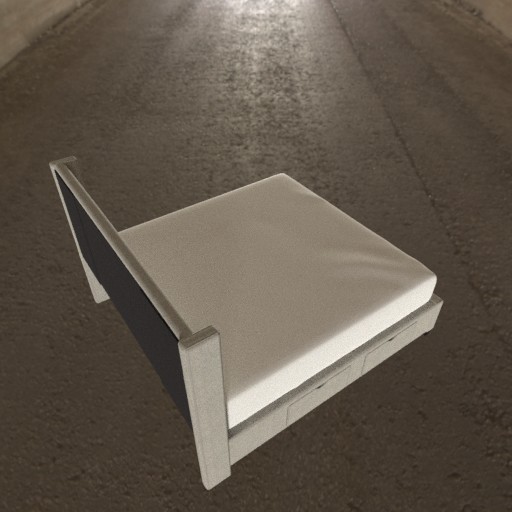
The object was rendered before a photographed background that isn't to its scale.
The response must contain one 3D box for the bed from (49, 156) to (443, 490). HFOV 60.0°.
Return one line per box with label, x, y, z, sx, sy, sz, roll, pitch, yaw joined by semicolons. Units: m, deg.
bed;0.000;0.000;3.599;2.280;1.470;2.140;-24;46;-26
